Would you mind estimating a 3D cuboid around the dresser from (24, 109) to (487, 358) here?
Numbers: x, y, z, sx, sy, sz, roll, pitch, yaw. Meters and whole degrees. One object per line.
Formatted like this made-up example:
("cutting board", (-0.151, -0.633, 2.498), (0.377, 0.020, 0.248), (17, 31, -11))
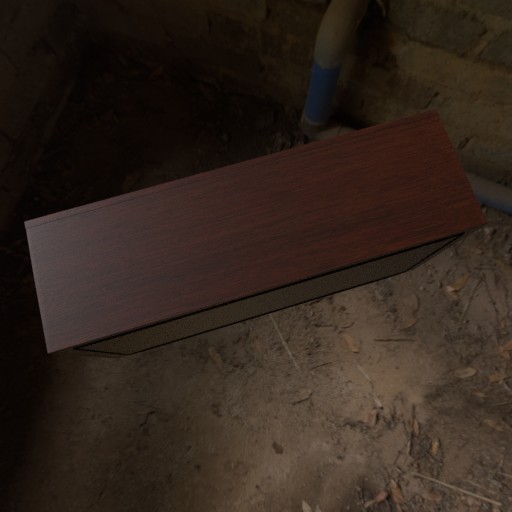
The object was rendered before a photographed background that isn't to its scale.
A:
("dresser", (0.000, 0.000, 2.079), (1.609, 0.971, 0.499), (-16, 76, -4))
